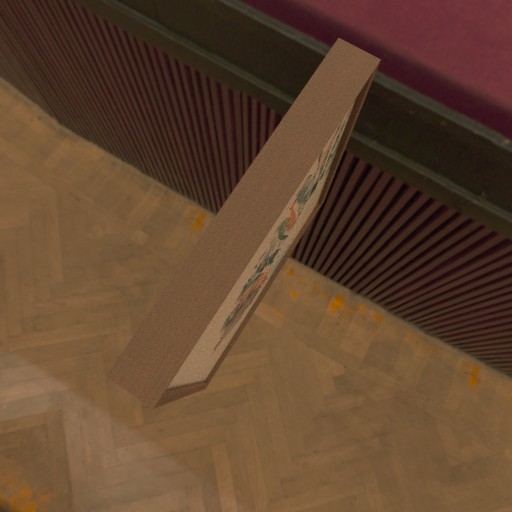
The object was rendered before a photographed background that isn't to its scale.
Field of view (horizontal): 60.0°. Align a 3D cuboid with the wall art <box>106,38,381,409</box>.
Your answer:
[{"bbox_3d":[0.000,0.000,0.462,0.038,0.303,0.304,31,78,8],"label":"wall art"}]
